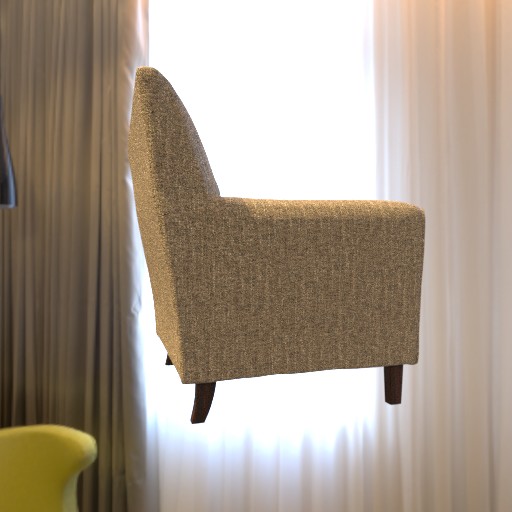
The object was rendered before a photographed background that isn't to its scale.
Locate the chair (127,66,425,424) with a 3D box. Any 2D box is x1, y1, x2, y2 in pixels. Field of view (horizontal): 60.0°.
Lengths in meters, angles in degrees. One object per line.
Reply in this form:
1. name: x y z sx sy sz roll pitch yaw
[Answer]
1. chair: 0.000 0.000 1.600 0.873 0.928 0.864 0 0 -18
